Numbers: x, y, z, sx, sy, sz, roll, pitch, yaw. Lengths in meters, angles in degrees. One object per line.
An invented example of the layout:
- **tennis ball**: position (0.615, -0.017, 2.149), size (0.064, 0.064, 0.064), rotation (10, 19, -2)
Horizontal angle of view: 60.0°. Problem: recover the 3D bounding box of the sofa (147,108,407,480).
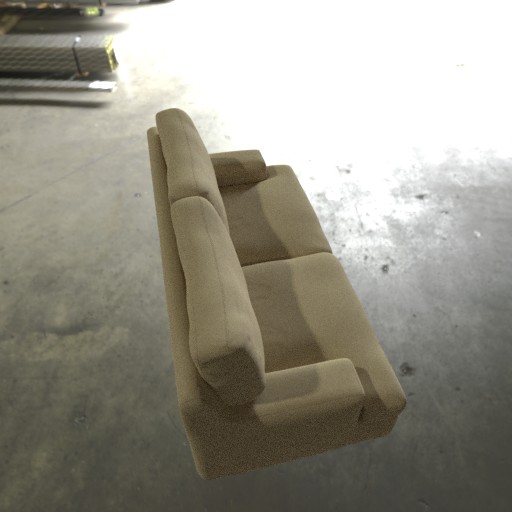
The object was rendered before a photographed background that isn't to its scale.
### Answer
- **sofa**: position (0.000, 0.000, 2.394), size (0.962, 0.967, 1.885), rotation (-10, 47, -9)
